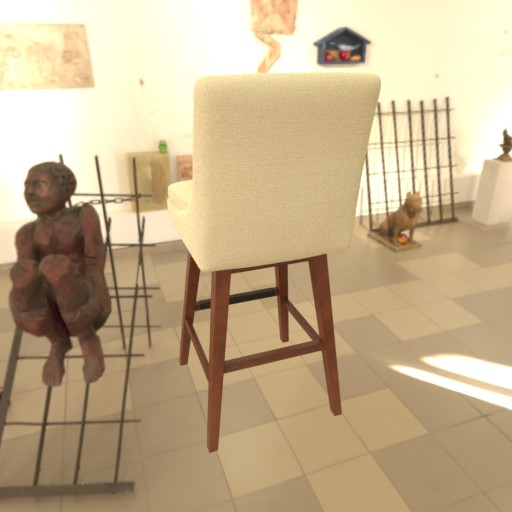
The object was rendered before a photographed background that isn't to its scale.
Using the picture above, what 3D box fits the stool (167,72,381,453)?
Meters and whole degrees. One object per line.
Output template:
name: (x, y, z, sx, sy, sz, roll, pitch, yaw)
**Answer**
stool: (0.000, 0.000, 1.406, 0.470, 1.097, 0.559, -9, 26, -18)
